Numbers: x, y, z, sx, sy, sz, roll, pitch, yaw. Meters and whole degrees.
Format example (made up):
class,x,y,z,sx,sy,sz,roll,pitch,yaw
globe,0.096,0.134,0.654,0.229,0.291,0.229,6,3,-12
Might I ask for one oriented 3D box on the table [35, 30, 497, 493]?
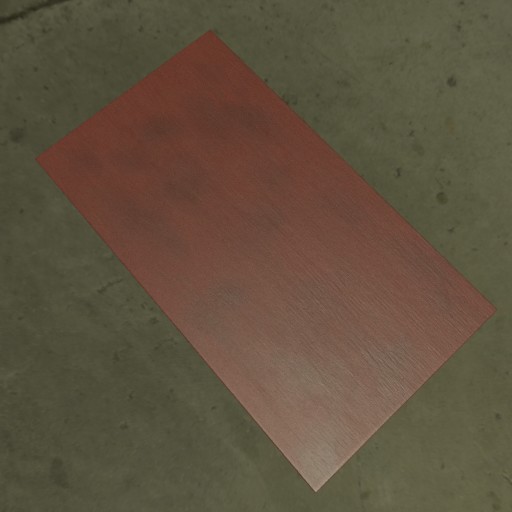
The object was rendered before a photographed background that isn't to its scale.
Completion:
class,x,y,z,sx,sy,sz,roll,pitch,yaw
table,0.000,0.000,1.200,0.533,0.456,0.943,-41,79,-9
